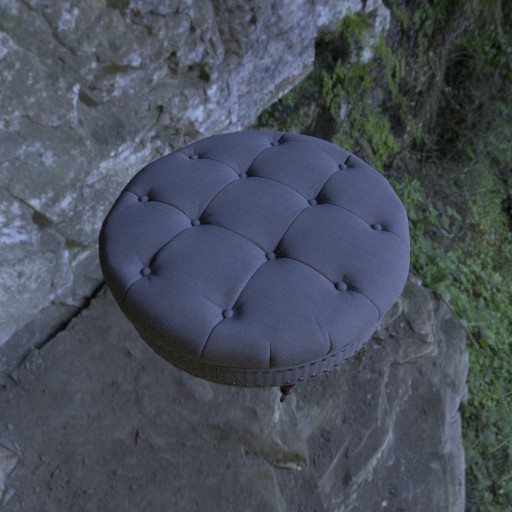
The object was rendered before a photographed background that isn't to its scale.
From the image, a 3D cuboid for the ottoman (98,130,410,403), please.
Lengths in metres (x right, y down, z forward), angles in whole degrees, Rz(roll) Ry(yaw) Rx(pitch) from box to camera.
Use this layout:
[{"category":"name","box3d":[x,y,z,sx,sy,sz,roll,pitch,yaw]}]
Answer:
[{"category":"ottoman","box3d":[0.000,0.000,1.399,0.901,0.439,0.901,0,48,0]}]
